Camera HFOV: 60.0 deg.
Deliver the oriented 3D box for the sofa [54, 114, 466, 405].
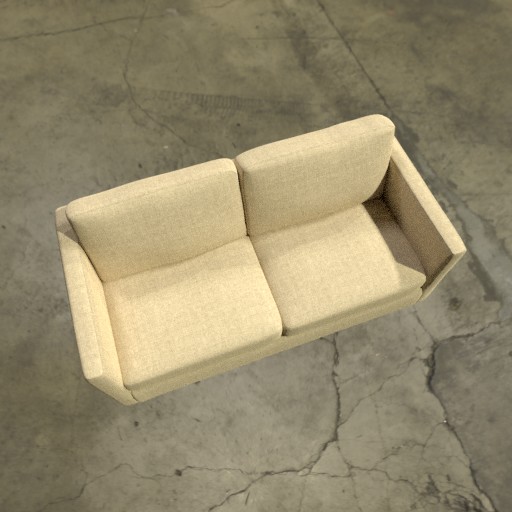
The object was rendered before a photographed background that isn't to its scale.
[{"bbox_3d":[0.000,0.000,2.429,1.884,0.963,0.950,-18,64,-9],"label":"sofa"}]
